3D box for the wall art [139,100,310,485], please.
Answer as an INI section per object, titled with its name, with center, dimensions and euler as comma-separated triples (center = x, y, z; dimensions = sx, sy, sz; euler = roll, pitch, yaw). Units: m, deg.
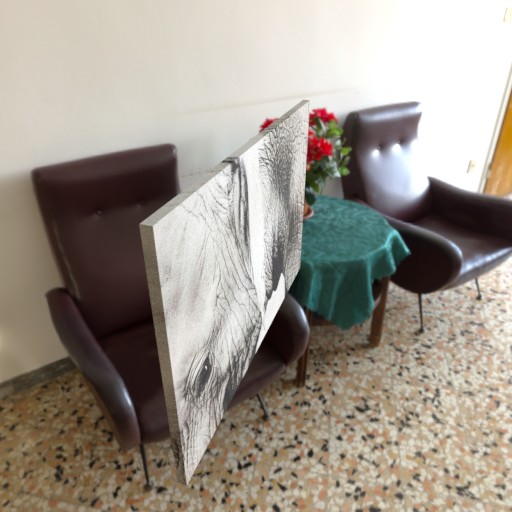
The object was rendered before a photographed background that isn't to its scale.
[wall art]
center = 0.000, 0.000, 1.148
dimensions = 0.023, 0.607, 0.914
euler = 10, 32, 17
